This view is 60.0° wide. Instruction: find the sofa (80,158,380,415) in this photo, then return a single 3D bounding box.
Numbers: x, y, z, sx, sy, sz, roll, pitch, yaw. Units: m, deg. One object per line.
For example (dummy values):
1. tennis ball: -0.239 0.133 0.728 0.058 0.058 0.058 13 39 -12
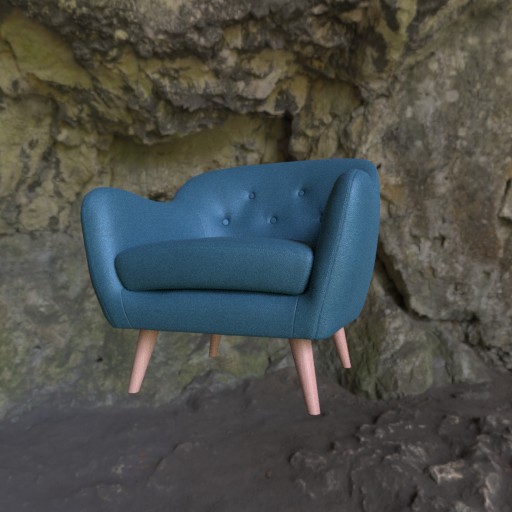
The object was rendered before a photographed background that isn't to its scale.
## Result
1. sofa: 0.000 0.000 1.525 0.836 0.817 0.825 0 -1 20
